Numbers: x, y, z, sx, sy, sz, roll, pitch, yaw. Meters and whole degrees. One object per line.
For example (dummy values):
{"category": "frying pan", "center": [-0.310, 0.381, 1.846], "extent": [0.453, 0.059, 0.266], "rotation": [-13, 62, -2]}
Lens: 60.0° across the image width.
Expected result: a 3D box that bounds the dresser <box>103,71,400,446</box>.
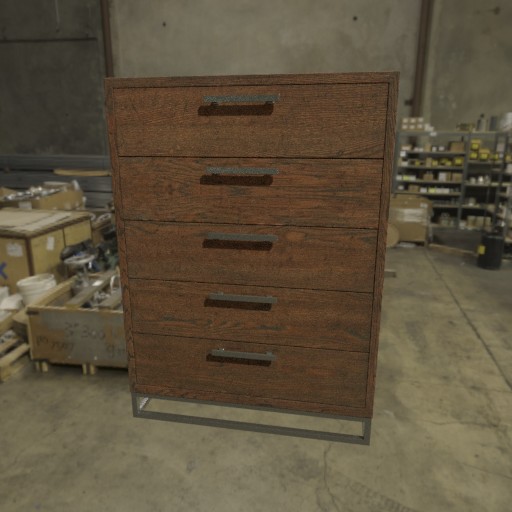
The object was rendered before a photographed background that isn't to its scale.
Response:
{"category": "dresser", "center": [0.000, 0.000, 1.802], "extent": [0.965, 1.321, 0.508], "rotation": [3, 16, 10]}
